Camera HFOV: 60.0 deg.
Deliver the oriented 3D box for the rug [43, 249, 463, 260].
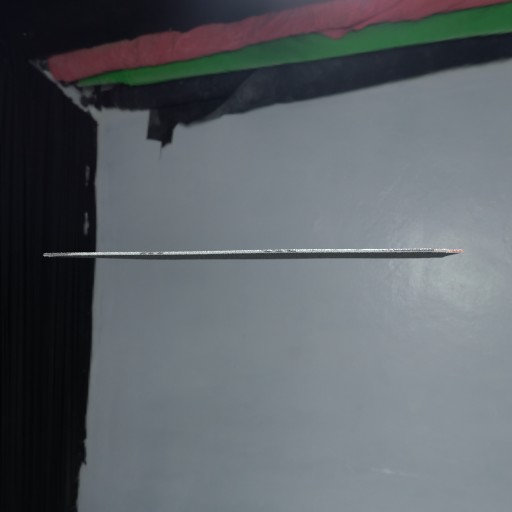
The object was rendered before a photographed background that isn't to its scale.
[{"bbox_3d":[0.000,0.000,3.019,2.446,0.017,1.530,0,-2,19],"label":"rug"}]
